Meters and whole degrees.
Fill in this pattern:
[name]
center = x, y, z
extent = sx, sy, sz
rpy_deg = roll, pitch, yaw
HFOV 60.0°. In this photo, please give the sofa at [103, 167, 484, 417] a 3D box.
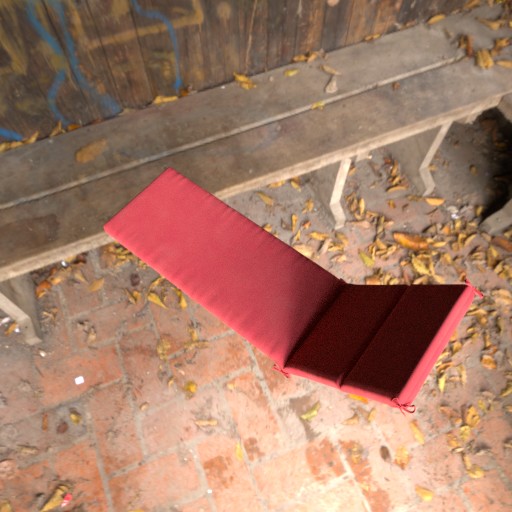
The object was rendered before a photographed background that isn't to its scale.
[sofa]
center = 0.000, 0.000, 1.968
extent = 1.663, 0.622, 0.582
rpy_deg = 35, 67, 17
